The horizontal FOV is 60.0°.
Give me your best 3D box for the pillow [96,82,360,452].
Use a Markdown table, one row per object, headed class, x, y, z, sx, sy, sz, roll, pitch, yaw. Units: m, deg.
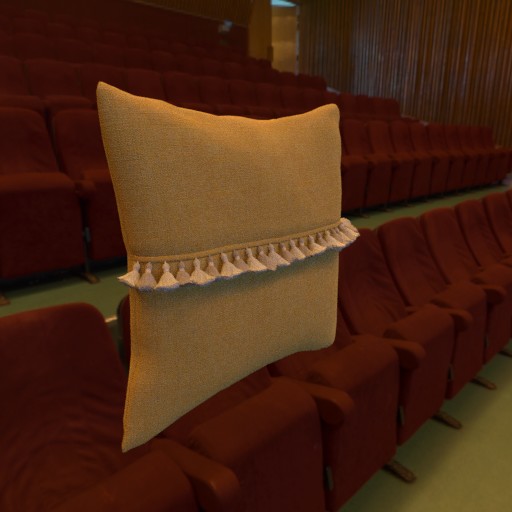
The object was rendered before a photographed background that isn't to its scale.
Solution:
| class | x | y | z | sx | sy | sz | roll | pitch | yaw |
| --- | --- | --- | --- | --- | --- | --- | --- | --- | --- |
| pillow | 0.000 | 0.000 | 0.702 | 0.167 | 0.481 | 0.485 | 14 | 20 | 43 |
